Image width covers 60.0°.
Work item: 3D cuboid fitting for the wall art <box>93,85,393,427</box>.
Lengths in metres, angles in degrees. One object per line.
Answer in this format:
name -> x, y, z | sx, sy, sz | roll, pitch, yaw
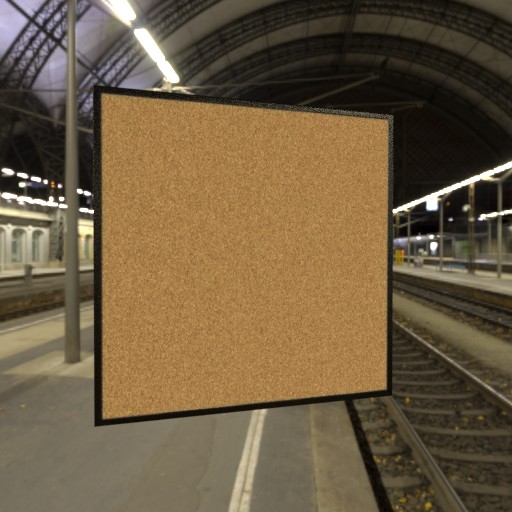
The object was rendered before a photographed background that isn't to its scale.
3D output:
wall art -> 0.000, 0.000, 0.508 | 0.349, 0.349, 0.014 | 0, 1, -16
